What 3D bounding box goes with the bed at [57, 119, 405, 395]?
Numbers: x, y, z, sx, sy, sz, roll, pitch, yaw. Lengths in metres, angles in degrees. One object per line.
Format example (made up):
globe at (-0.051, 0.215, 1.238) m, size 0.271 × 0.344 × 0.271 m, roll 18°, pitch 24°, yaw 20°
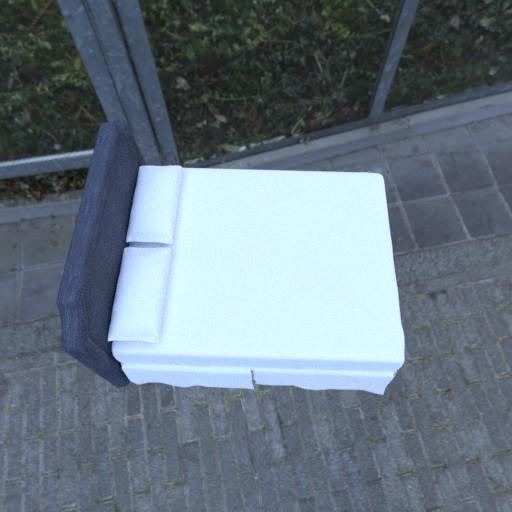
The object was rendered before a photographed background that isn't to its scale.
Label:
bed at (0.000, 0.000, 3.191) m, size 2.116 × 1.290 × 1.693 m, roll 2°, pitch 63°, yaw 1°
